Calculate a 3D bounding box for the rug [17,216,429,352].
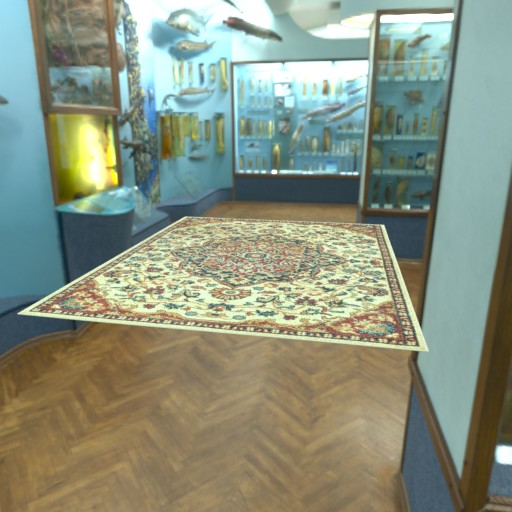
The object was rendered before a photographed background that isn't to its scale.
[{"bbox_3d":[0.000,0.000,3.987,2.454,0.005,3.067,3,17,11],"label":"rug"}]
